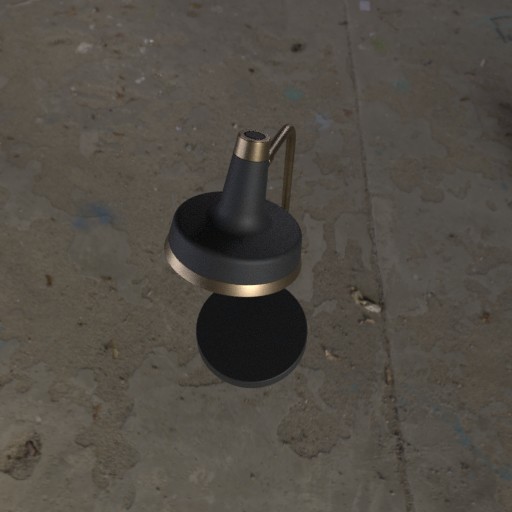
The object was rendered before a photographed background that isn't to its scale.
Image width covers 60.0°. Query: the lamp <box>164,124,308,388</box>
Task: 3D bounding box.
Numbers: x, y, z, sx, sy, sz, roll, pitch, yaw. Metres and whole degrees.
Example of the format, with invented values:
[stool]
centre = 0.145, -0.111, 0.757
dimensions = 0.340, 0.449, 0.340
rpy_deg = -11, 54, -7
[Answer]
[lamp]
centre = 0.000, 0.000, 0.496
dimensions = 0.162, 0.385, 0.218
rpy_deg = 19, 60, 11
